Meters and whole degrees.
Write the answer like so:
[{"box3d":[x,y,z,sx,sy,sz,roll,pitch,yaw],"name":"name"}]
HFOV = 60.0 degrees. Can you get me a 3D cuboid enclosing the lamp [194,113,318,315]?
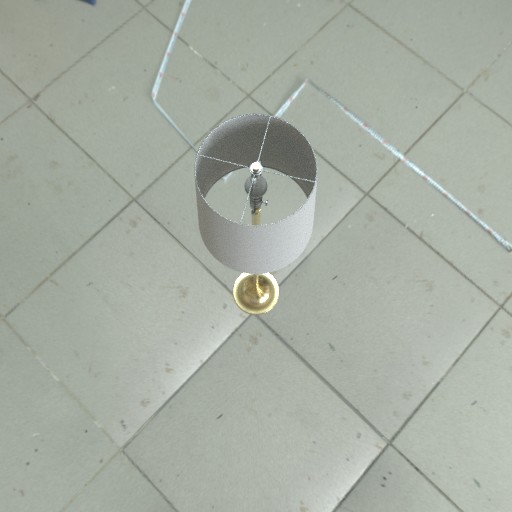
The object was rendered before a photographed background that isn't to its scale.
[{"box3d":[0.000,0.000,1.717,0.337,1.543,0.337,0,75,0],"name":"lamp"}]
